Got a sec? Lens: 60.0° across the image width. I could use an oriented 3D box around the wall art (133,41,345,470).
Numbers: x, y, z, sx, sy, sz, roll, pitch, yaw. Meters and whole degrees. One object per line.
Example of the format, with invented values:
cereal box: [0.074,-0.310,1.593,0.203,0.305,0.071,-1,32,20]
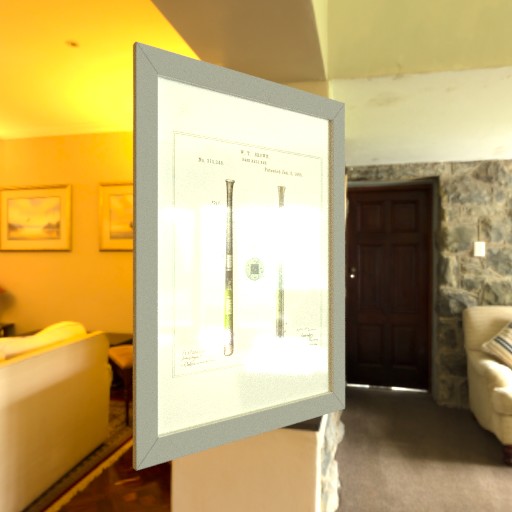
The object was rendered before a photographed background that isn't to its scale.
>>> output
wall art: [0.000,0.000,0.660,0.374,0.529,0.012,0,0,-36]
